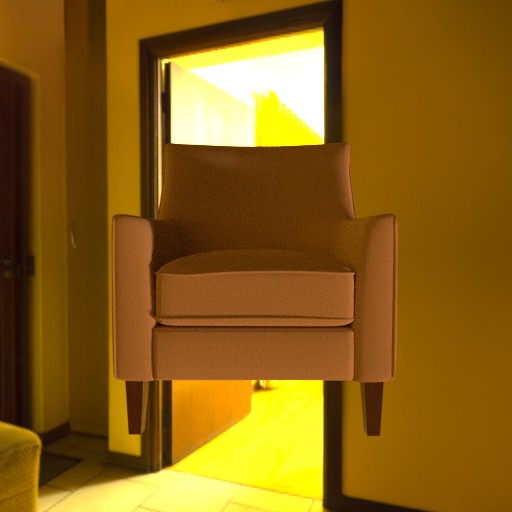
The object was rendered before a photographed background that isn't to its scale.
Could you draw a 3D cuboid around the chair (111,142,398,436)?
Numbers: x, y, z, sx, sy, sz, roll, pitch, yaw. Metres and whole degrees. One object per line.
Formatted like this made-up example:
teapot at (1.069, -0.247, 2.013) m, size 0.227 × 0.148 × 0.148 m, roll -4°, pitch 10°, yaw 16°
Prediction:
chair at (0.000, 0.000, 1.544) m, size 0.756 × 0.916 × 0.879 m, roll 0°, pitch 1°, yaw 1°
